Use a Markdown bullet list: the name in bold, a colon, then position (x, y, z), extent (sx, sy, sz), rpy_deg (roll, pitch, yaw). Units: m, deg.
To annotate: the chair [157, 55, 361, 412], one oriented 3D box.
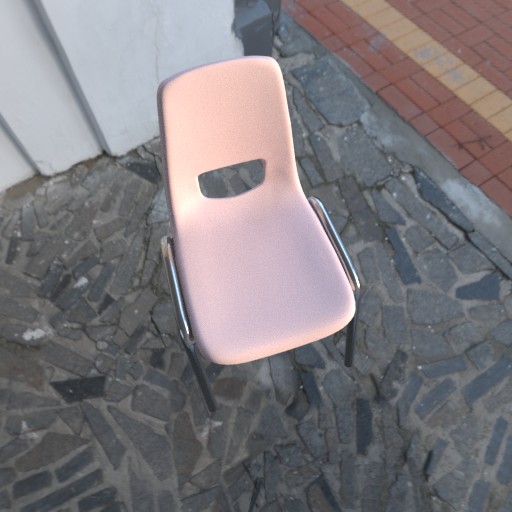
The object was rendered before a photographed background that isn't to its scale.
- **chair**: position (0.000, 0.000, 0.851), extent (0.354, 0.586, 0.423), rpy_deg (-16, 65, -8)
